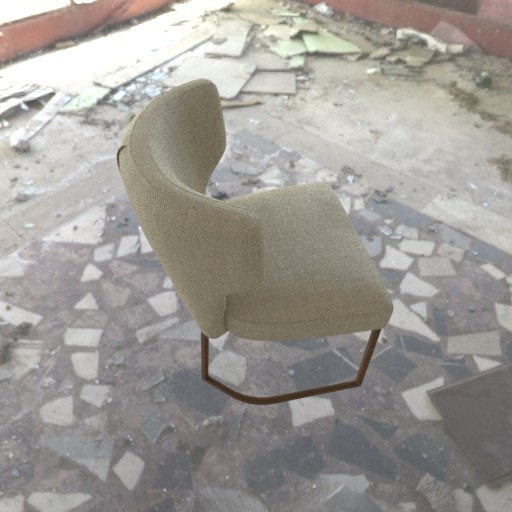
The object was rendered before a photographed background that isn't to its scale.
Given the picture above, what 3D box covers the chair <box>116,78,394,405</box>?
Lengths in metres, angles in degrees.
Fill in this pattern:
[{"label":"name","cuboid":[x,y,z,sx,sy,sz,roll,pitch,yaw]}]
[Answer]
[{"label":"chair","cuboid":[0.000,0.000,1.272,0.617,0.824,0.611,-9,47,-8]}]
